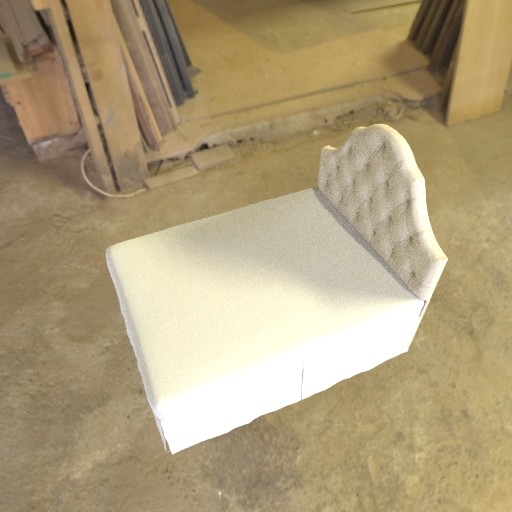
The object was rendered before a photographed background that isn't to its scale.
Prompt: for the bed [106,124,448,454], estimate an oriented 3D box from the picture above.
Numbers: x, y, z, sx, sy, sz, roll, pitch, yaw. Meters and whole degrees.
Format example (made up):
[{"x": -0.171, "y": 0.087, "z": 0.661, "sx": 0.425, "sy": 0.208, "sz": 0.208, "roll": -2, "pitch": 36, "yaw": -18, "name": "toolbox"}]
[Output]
[{"x": 0.000, "y": 0.000, "z": 3.271, "sx": 2.092, "sy": 1.575, "sz": 1.627, "roll": -18, "pitch": 48, "yaw": -17, "name": "bed"}]
